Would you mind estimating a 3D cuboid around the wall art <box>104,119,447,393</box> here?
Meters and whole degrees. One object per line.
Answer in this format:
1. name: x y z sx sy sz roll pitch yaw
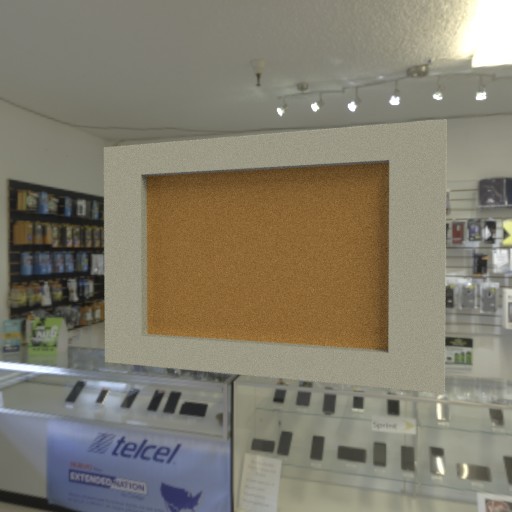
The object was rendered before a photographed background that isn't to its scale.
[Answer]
1. wall art: 0.000 0.000 1.150 0.906 0.617 0.033 0 1 18
